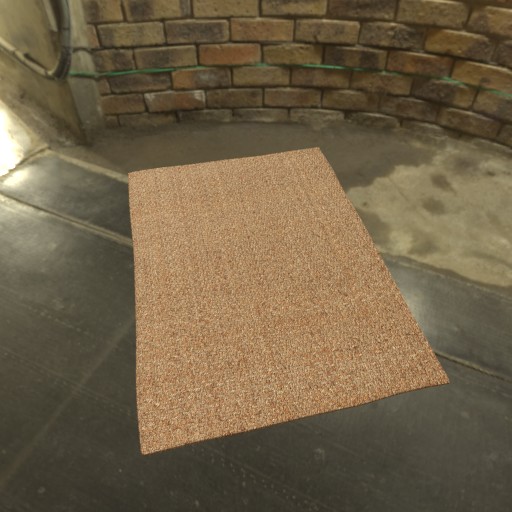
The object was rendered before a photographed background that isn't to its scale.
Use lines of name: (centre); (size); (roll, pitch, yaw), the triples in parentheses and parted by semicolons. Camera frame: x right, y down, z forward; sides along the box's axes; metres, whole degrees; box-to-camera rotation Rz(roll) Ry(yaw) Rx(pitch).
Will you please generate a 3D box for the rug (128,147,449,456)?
rug: (0.000, 0.000, 2.801); (1.566, 0.013, 2.141); (-10, 48, -9)
